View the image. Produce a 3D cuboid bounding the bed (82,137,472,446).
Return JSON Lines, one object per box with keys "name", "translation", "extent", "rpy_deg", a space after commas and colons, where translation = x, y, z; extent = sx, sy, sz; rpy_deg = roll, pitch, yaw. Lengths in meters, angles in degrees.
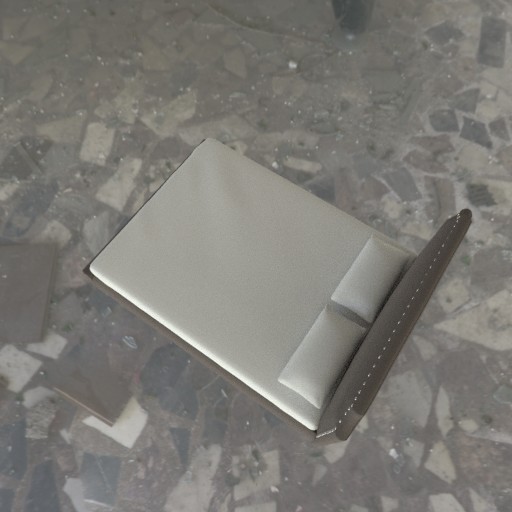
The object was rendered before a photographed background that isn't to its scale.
{"name": "bed", "translation": [0.000, 0.000, 3.440], "extent": [2.372, 1.443, 1.713], "rpy_deg": [32, 69, 14]}
